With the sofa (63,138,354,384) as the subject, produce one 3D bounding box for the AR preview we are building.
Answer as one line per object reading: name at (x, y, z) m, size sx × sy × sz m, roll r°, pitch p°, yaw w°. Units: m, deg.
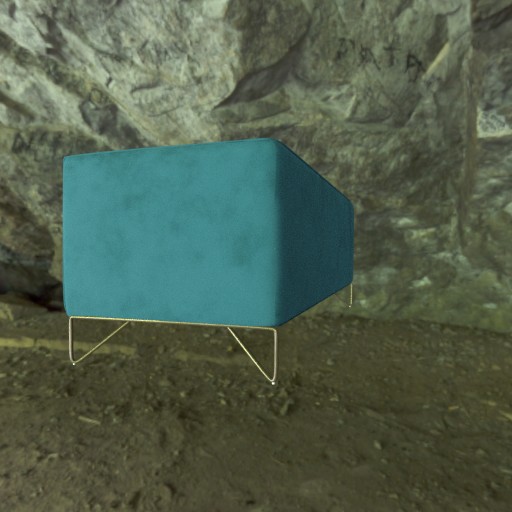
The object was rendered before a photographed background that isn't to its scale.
sofa at (0.000, 0.000, 2.494) m, size 0.867 × 0.789 × 2.087 m, roll 0°, pitch 1°, yaw 19°
